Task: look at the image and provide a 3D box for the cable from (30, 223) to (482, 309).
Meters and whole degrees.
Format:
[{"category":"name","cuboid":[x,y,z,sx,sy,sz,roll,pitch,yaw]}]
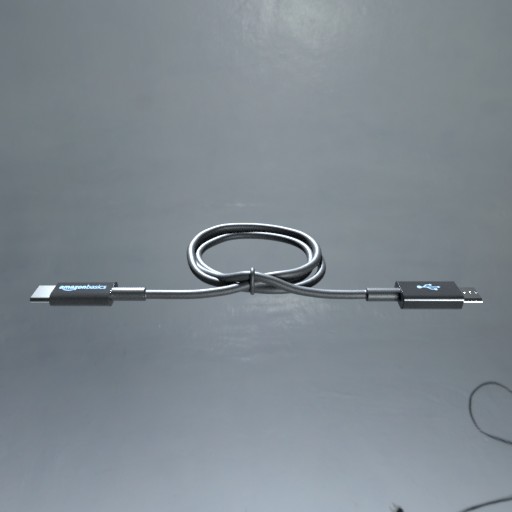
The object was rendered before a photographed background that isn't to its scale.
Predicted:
[{"category":"cable","cuboid":[0.000,0.000,0.215,0.192,0.014,0.070,0,30,0]}]
